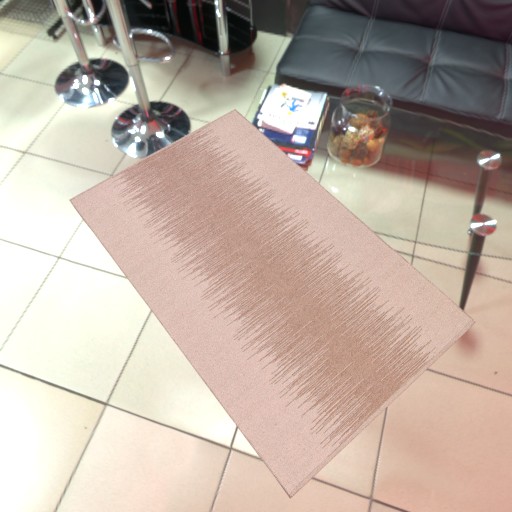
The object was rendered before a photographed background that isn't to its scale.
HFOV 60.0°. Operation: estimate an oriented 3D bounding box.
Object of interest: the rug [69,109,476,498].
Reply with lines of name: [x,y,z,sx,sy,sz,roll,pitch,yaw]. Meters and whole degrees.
rug: [0.000,0.000,2.968,1.522,0.012,2.440,-35,65,-19]
